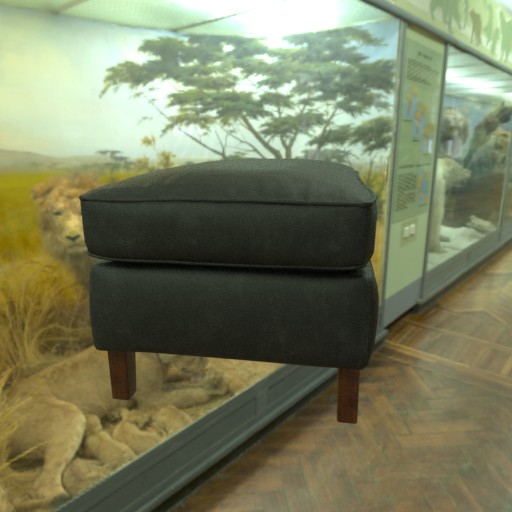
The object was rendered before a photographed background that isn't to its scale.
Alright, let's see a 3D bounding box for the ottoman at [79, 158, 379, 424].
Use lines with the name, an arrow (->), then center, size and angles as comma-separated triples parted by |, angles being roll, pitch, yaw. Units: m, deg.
ottoman -> 0.000, 0.000, 1.000 | 0.501, 0.413, 0.665 | 3, 15, 10
